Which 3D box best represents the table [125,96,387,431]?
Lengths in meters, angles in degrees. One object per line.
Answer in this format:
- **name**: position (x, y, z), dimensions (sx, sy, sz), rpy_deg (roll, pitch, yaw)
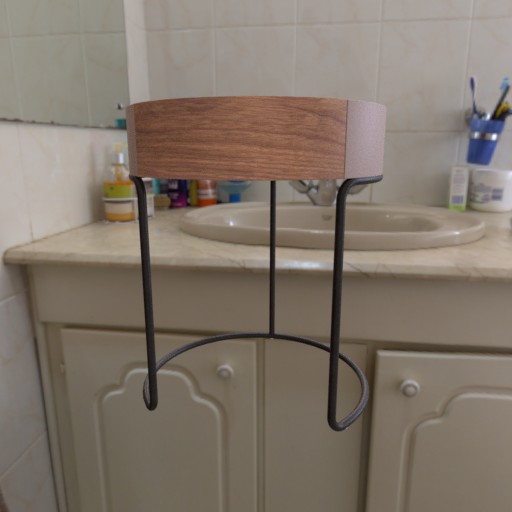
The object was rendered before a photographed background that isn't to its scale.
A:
- **table**: position (0.000, 0.000, 0.850), dimensions (0.450, 0.530, 0.450), rpy_deg (0, 13, 0)
